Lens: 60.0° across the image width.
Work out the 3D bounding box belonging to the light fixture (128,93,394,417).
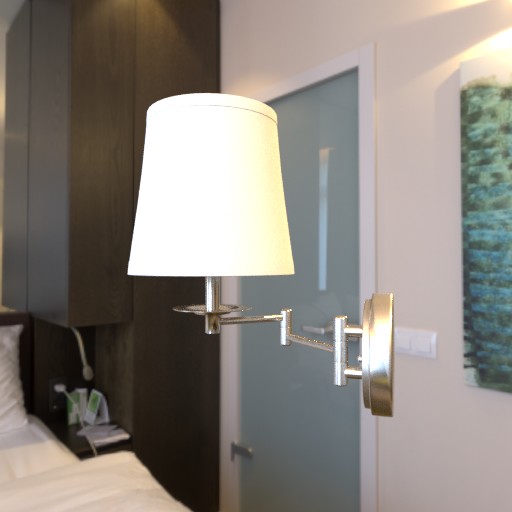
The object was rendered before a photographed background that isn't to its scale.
[{"bbox_3d":[0.000,0.000,0.587,0.348,0.381,0.223,0,-1,18],"label":"light fixture"}]
